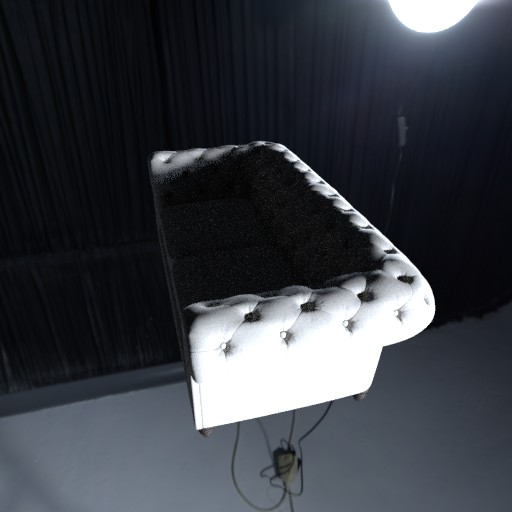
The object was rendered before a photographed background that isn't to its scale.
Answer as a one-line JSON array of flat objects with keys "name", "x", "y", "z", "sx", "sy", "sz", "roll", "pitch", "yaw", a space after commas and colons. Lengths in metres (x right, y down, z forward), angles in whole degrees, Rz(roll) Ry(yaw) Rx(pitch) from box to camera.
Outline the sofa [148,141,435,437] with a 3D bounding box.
[{"name": "sofa", "x": 0.000, "y": 0.000, "z": 2.458, "sx": 0.986, "sy": 0.764, "sz": 1.998, "roll": -8, "pitch": 32, "yaw": -13}]
